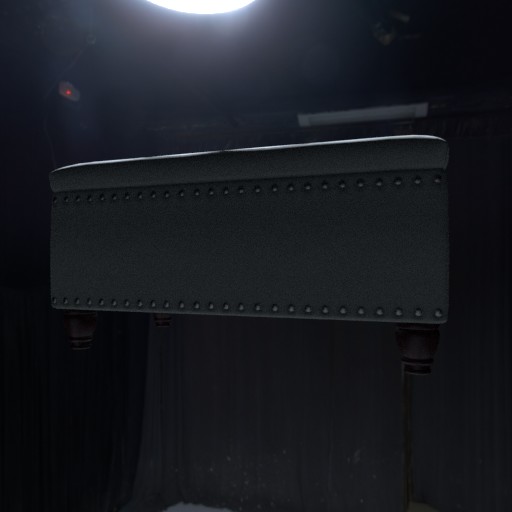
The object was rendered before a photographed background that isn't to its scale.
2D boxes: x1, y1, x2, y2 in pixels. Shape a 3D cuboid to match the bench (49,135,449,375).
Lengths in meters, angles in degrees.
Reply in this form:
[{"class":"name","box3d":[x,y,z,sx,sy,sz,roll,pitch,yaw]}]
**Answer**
[{"class":"bench","box3d":[0.000,0.000,1.151,0.887,0.449,0.500,0,-1,18]}]
